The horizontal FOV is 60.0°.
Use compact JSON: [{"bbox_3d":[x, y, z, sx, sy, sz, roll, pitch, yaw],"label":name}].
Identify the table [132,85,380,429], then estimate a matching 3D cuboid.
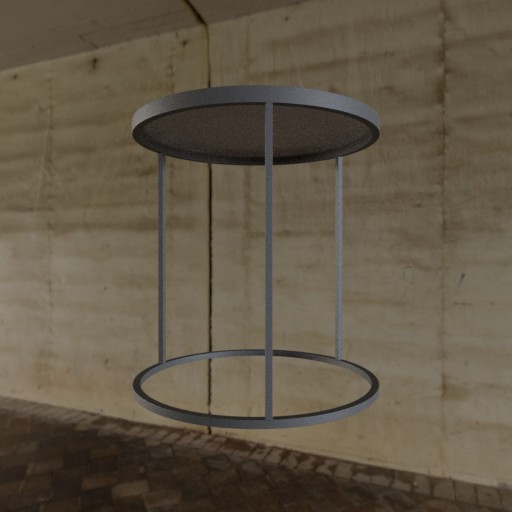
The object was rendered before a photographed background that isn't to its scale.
[{"bbox_3d":[0.000,0.000,0.874,0.470,0.498,0.470,0,1,0],"label":"table"}]
